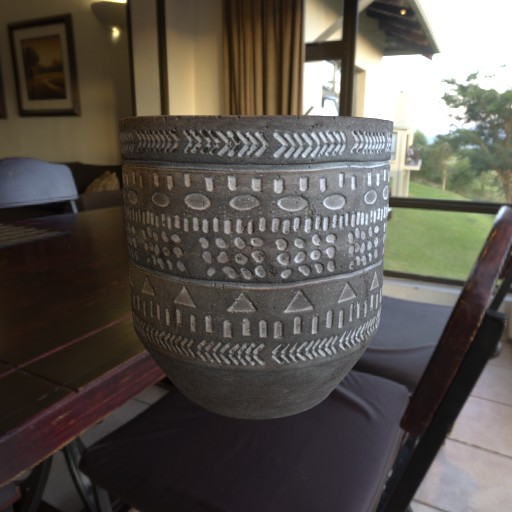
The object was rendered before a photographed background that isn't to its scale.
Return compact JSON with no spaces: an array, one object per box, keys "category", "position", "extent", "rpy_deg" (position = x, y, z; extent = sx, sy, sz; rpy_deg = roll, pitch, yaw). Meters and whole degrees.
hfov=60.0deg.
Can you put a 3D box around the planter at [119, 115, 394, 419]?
[{"category":"planter","position":[0.000,0.000,0.255],"extent":[0.142,0.149,0.142],"rpy_deg":[0,15,0]}]
